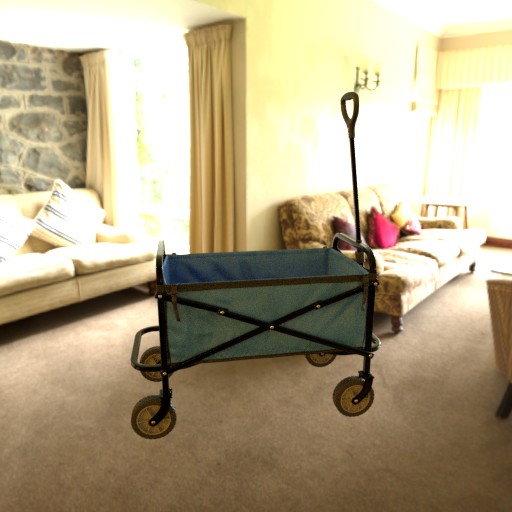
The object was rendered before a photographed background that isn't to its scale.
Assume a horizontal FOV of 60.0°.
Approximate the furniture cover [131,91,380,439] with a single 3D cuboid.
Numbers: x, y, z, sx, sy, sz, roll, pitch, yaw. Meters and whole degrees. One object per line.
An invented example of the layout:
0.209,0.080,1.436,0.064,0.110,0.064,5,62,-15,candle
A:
0.000,0.000,1.835,1.038,1.295,0.532,-3,15,-10,furniture cover
